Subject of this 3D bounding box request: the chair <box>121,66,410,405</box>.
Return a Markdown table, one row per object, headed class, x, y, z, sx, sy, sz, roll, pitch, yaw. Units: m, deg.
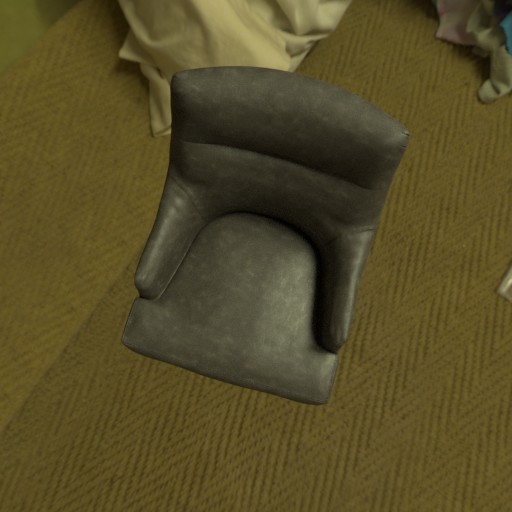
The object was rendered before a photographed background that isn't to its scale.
| class | x | y | z | sx | sy | sz | roll | pitch | yaw |
| --- | --- | --- | --- | --- | --- | --- | --- | --- | --- |
| chair | 0.000 | 0.000 | 1.542 | 0.738 | 0.870 | 0.874 | 15 | 75 | 4 |
